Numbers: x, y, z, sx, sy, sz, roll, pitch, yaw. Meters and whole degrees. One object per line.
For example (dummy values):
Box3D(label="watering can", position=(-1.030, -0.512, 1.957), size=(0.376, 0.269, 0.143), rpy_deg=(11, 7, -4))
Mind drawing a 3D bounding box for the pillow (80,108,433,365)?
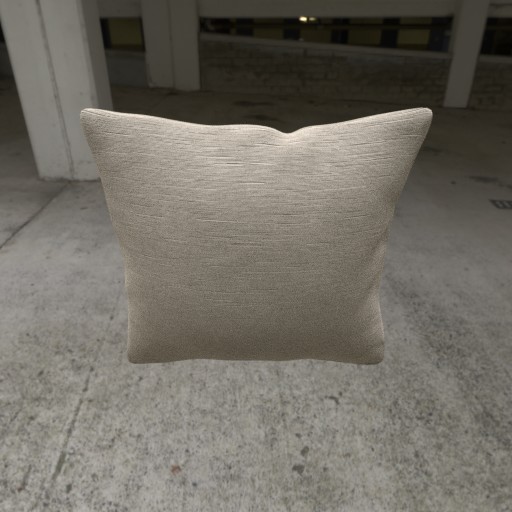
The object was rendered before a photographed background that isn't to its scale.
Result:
Box3D(label="pillow", position=(0.000, 0.000, 0.649), size=(0.437, 0.420, 0.162), rpy_deg=(0, 29, 0))
